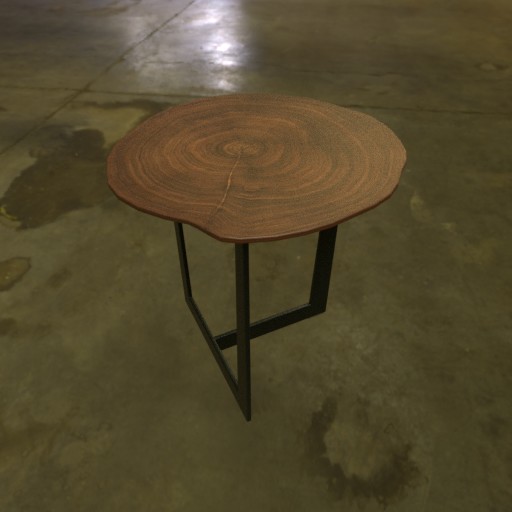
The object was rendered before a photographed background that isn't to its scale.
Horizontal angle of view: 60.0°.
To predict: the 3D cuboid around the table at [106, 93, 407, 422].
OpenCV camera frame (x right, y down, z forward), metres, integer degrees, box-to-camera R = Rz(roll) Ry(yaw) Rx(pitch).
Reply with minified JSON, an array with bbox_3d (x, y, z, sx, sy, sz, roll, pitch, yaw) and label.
[{"bbox_3d":[0.000,0.000,0.885,0.494,0.476,0.477,-25,46,-27],"label":"table"}]
